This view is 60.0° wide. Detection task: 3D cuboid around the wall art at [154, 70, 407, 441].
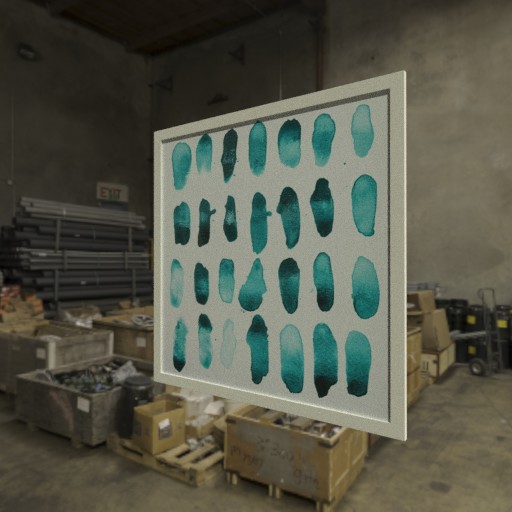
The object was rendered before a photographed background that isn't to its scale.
[{"bbox_3d":[0.000,0.000,1.214,0.812,0.813,0.013,0,0,36],"label":"wall art"}]
